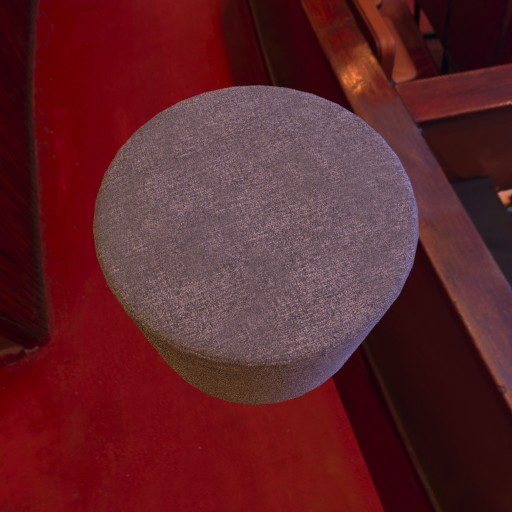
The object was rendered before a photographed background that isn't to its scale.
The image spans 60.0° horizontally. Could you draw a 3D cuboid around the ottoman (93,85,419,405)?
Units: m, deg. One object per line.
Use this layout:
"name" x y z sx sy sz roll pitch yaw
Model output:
"ottoman" 0.000 0.000 0.849 0.500 0.419 0.500 0 64 0
